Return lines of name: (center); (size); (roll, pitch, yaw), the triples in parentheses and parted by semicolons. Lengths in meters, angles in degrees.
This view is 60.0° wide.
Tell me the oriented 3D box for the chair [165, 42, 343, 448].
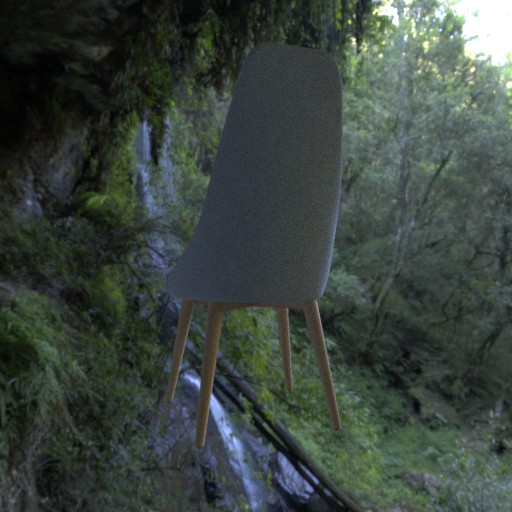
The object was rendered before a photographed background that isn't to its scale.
chair: (0.000, 0.000, 1.401); (0.510, 1.040, 0.660); (0, -1, -19)
